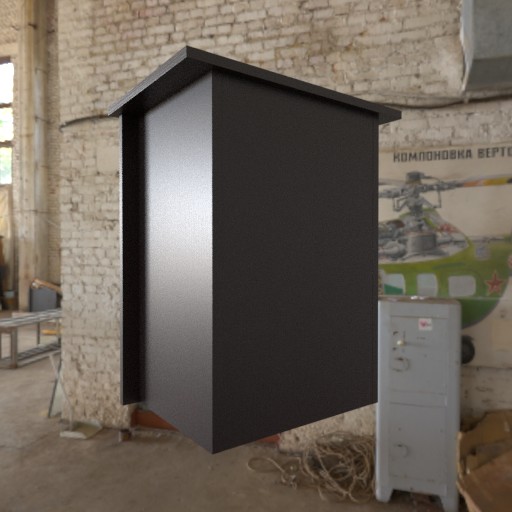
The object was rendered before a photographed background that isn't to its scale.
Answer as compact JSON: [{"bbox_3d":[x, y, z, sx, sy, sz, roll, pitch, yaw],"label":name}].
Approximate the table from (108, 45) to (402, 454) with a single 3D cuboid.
[{"bbox_3d":[0.000,0.000,1.082,0.589,0.711,0.408,0,1,-36],"label":"table"}]
